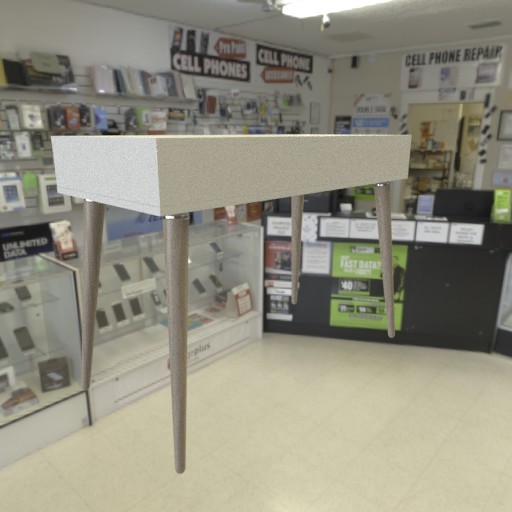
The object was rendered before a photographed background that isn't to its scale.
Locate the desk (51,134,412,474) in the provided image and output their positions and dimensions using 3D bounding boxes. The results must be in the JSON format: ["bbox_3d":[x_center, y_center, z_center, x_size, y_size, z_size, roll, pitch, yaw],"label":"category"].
[{"bbox_3d":[0.000,0.000,1.378,0.491,0.723,0.979,15,22,43],"label":"desk"}]
